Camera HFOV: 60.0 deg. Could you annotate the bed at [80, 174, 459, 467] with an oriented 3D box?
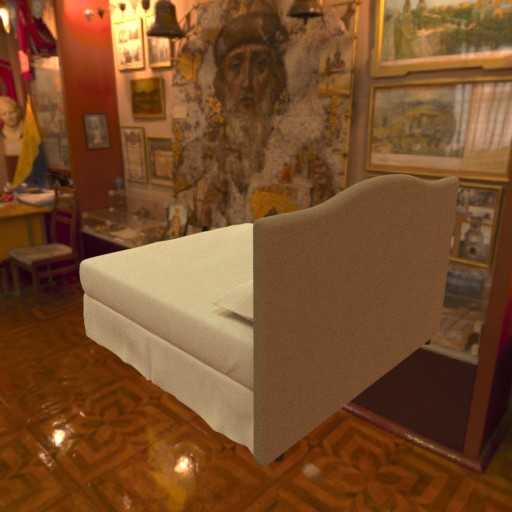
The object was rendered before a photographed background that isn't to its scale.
[{"bbox_3d":[0.000,0.000,3.456,2.182,1.421,2.083,16,23,42],"label":"bed"}]
